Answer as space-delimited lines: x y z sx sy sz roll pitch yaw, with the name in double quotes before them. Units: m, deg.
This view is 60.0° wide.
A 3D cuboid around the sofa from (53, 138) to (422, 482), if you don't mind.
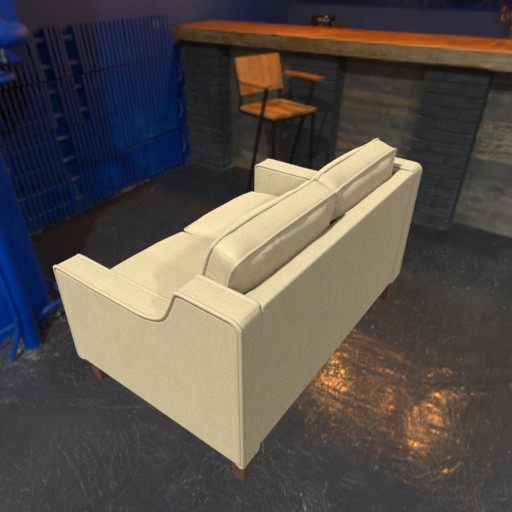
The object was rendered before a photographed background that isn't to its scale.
"sofa" 0.000 0.000 2.137 0.987 0.971 1.501 21 38 30
